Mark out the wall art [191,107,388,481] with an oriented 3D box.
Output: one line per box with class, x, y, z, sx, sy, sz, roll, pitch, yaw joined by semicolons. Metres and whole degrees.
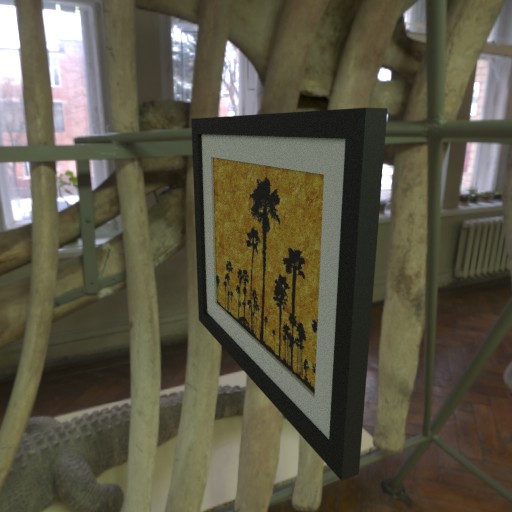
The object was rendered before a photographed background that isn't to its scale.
wall art;0.000;0.000;0.758;0.028;0.460;0.561;-8;18;-25
